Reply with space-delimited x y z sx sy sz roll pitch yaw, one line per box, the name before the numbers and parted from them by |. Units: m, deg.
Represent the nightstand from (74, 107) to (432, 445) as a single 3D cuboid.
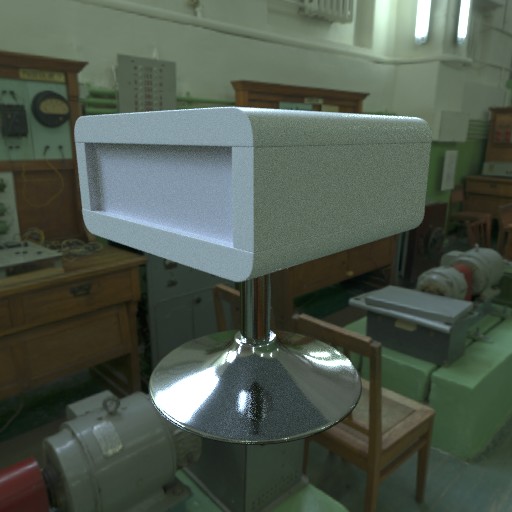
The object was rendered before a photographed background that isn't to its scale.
nightstand | 0.000 0.000 0.745 0.404 0.447 0.399 -15 21 -43
